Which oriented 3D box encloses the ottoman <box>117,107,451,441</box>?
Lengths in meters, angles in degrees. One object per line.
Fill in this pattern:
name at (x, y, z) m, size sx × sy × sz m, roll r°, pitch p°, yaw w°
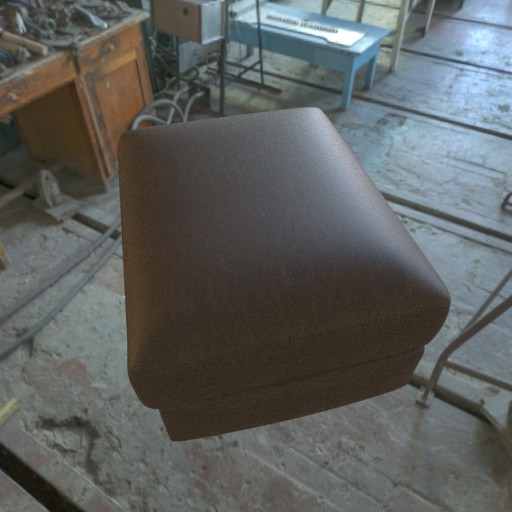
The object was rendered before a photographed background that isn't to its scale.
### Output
ottoman at (0.000, 0.000, 1.159) m, size 0.635 × 0.508 × 0.787 m, roll -10°, pitch 47°, yaw -10°
